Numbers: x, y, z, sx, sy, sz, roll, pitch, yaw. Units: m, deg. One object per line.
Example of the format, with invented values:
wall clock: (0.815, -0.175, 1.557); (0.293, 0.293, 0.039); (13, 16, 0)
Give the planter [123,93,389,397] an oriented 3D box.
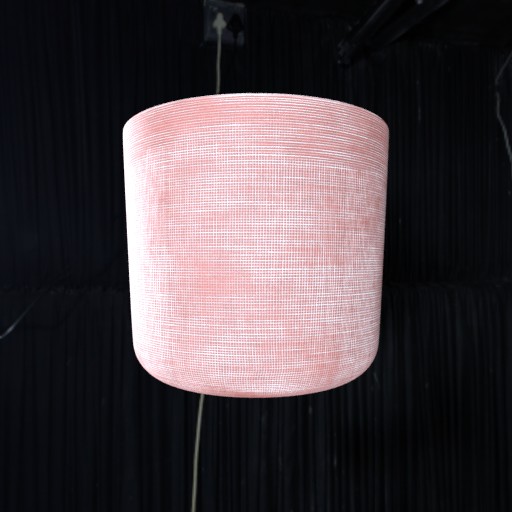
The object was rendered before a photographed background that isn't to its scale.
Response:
planter: (0.000, 0.000, 0.764); (0.440, 0.398, 0.440); (0, -1, 0)
